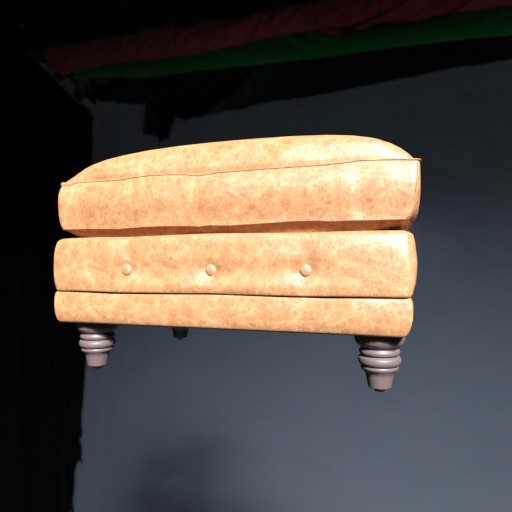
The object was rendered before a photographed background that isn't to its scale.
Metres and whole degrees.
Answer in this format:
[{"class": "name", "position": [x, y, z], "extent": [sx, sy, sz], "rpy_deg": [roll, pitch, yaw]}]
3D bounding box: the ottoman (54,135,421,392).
[{"class": "ottoman", "position": [0.000, 0.000, 1.045], "extent": [0.710, 0.480, 0.533], "rpy_deg": [0, -1, 17]}]
